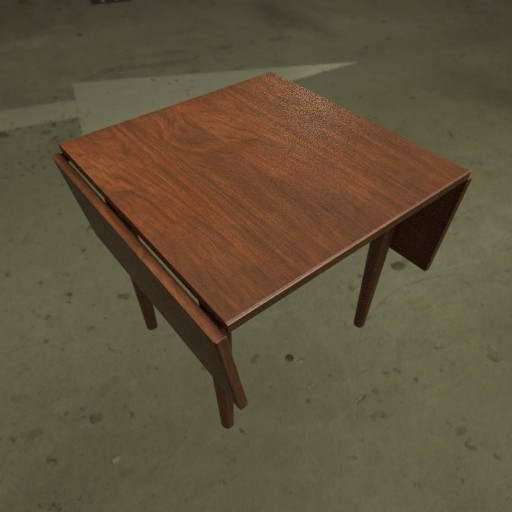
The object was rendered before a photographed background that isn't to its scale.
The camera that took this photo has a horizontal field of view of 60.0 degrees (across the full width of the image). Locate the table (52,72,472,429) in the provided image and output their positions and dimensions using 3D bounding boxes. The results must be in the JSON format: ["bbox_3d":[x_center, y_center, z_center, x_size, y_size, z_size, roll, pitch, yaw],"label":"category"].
[{"bbox_3d":[0.000,0.000,1.471,0.843,0.763,0.812,-30,52,-26],"label":"table"}]
